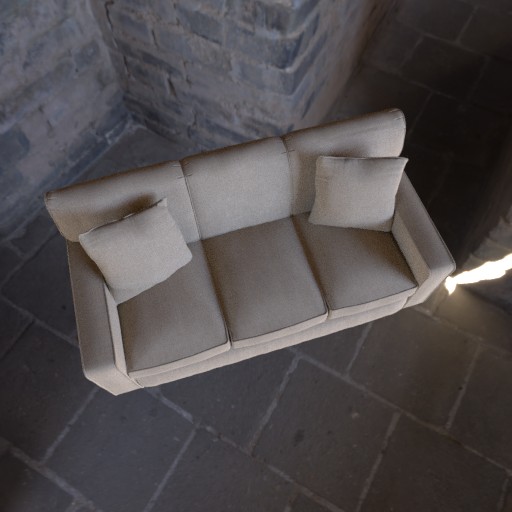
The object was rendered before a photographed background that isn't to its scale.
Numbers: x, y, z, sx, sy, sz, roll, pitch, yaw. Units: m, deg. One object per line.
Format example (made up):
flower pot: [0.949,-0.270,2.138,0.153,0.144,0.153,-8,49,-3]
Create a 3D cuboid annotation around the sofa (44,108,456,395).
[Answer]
sofa: [0.000,0.000,2.598,2.024,0.958,0.997,-15,64,-8]
